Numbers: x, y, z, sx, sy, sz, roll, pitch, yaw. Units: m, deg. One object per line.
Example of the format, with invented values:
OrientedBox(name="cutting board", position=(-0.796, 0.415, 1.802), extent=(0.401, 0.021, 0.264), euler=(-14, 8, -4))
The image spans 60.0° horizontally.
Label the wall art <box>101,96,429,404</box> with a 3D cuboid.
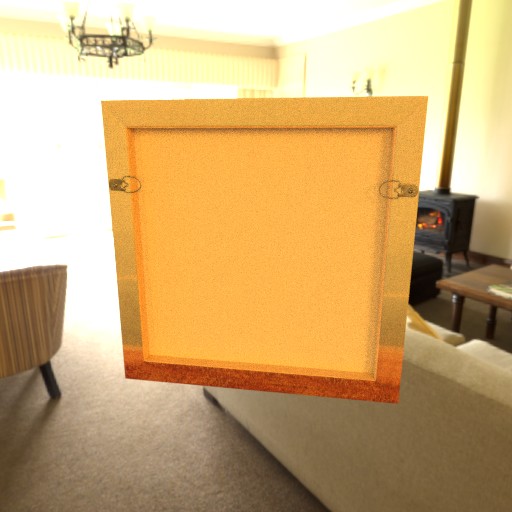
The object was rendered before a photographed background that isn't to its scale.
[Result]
OrientedBox(name="wall art", position=(0.000, 0.000, 0.900), extent=(0.605, 0.605, 0.034), euler=(3, 16, 9))
